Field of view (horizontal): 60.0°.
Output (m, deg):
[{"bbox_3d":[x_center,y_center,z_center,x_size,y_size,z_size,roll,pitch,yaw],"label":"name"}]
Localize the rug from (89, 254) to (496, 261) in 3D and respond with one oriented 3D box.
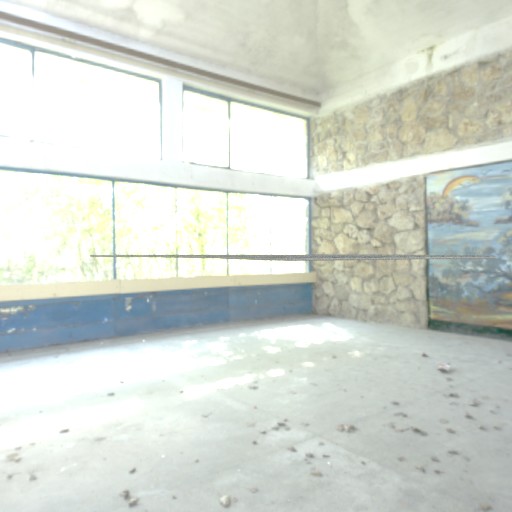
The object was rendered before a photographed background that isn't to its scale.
[{"bbox_3d":[0.000,0.000,3.048,1.535,0.022,2.498,0,0,-36],"label":"rug"}]
